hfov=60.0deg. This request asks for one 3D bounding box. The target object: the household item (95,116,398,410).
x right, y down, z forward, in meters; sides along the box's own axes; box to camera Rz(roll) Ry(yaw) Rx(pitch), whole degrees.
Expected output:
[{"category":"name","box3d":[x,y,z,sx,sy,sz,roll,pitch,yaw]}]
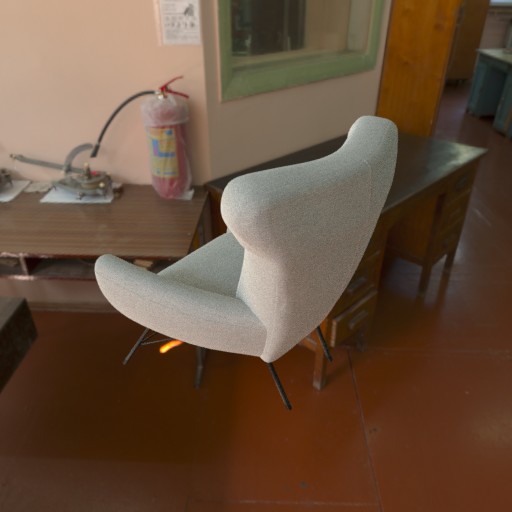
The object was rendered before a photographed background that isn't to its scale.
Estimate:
[{"category":"household item","box3d":[0.000,0.000,1.799,0.900,1.050,0.980,21,37,30]}]
